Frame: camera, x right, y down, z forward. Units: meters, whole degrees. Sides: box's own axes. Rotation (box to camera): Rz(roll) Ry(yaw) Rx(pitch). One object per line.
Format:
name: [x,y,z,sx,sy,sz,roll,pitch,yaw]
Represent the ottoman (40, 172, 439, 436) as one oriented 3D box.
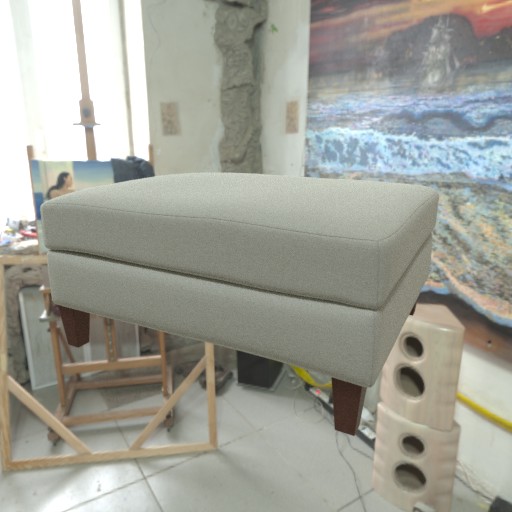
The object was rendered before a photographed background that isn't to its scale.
ottoman: [0.000,0.000,1.413,0.976,0.492,0.836,8,18,27]
